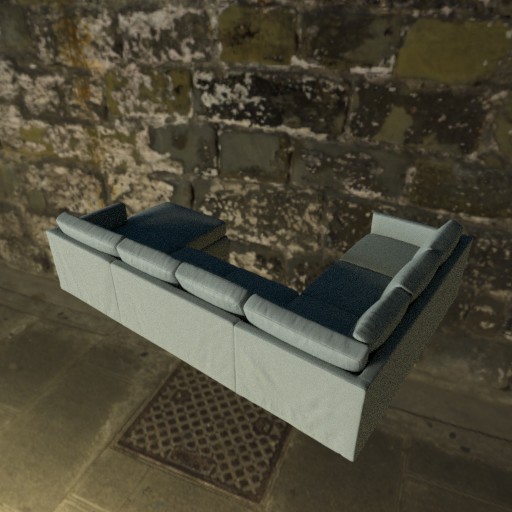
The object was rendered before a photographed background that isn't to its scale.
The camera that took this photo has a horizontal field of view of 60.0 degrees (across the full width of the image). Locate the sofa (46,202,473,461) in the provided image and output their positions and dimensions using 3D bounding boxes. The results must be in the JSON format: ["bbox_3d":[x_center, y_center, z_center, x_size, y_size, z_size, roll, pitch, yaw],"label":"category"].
[{"bbox_3d":[0.000,0.000,4.468,3.460,0.882,2.427,21,37,31],"label":"sofa"}]
